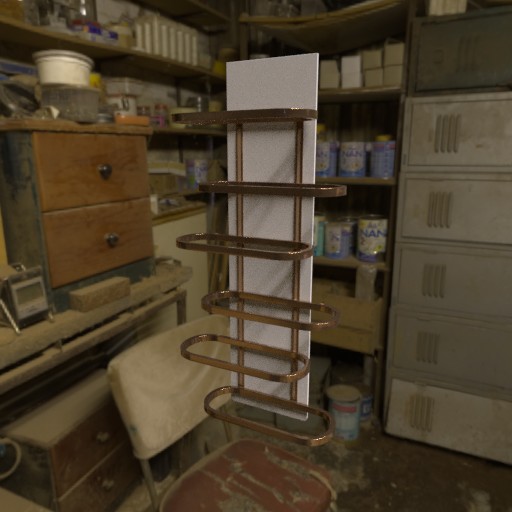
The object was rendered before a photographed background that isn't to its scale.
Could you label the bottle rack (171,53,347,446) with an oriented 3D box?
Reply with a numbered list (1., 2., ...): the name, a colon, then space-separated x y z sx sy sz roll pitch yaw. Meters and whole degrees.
1. bottle rack: 0.000 0.000 0.831 0.332 0.709 0.118 7 15 27
